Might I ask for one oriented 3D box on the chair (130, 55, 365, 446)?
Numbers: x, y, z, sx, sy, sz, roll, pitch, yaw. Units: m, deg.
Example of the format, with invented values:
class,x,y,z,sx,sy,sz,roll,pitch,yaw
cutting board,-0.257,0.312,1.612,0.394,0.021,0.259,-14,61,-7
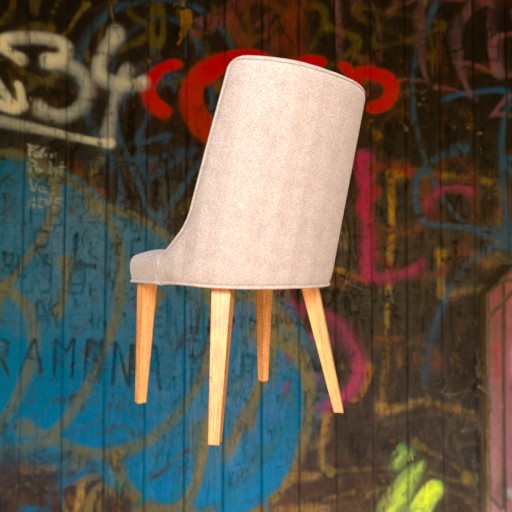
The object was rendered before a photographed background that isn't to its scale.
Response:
class,x,y,z,sx,sy,sz,roll,pitch,yaw
chair,0.000,0.000,1.305,0.548,0.916,0.636,1,-2,-35
